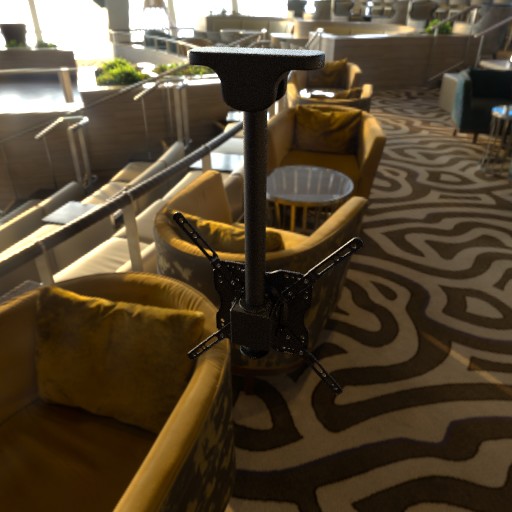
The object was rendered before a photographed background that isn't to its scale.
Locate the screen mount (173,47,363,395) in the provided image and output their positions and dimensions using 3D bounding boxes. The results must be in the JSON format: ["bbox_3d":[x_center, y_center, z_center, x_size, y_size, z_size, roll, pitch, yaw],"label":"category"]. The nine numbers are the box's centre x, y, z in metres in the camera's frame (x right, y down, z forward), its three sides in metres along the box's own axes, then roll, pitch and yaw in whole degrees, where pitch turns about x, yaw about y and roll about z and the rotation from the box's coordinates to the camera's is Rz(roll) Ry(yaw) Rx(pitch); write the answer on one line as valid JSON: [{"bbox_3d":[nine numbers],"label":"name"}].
[{"bbox_3d":[0.000,0.000,0.862,0.393,0.729,0.090,9,32,15],"label":"screen mount"}]
